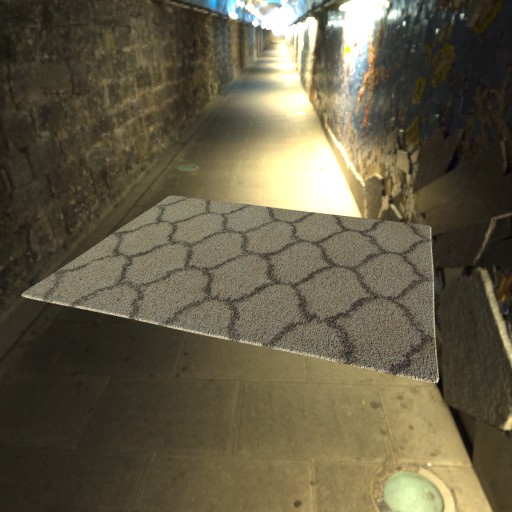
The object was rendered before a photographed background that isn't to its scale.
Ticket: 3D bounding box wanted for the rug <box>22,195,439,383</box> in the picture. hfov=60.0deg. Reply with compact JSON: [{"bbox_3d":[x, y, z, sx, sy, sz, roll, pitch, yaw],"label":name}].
[{"bbox_3d":[0.000,0.000,3.969,3.000,0.026,2.399,9,28,16],"label":"rug"}]
